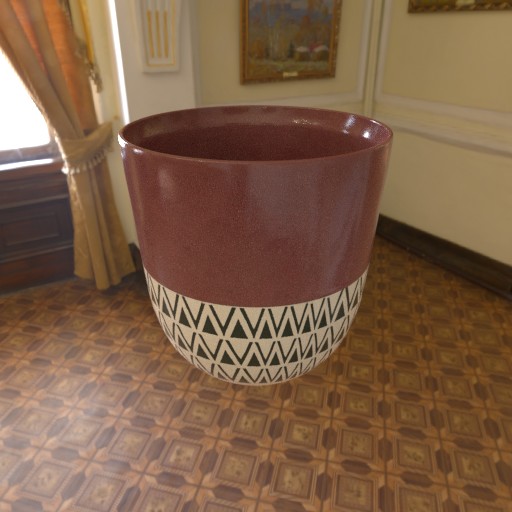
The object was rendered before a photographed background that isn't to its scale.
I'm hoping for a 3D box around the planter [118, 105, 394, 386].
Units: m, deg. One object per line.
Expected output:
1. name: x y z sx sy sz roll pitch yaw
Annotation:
1. planter: 0.000 0.000 0.373 0.195 0.214 0.195 0 27 0
